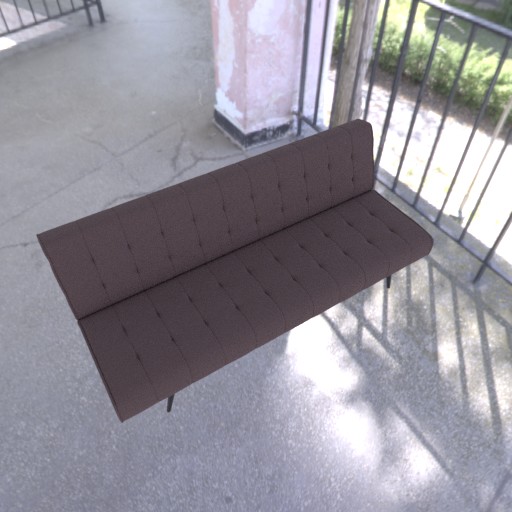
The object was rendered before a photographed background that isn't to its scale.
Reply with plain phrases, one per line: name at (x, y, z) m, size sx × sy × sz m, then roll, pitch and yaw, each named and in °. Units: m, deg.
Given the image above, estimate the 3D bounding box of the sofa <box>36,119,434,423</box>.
sofa at (0.000, 0.000, 2.151) m, size 1.703 × 0.699 × 0.747 m, roll -25°, pitch 51°, yaw -21°
